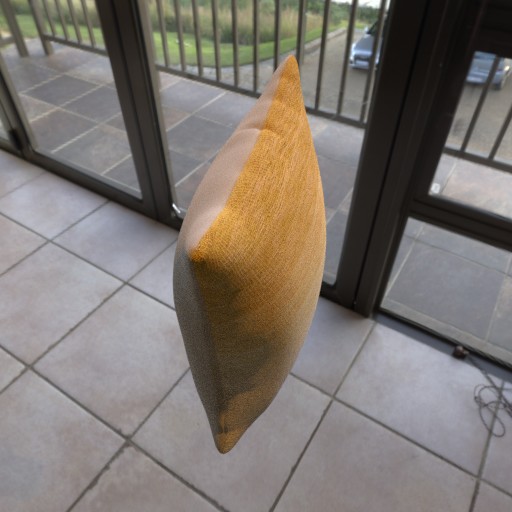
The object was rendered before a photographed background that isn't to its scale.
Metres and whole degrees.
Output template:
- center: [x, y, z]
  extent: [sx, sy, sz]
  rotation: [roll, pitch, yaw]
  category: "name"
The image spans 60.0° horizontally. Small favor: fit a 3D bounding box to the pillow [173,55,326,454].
- center: [0.000, 0.000, 0.686]
  extent: [0.211, 0.450, 0.450]
  rotation: [10, 47, 10]
  category: "pillow"
